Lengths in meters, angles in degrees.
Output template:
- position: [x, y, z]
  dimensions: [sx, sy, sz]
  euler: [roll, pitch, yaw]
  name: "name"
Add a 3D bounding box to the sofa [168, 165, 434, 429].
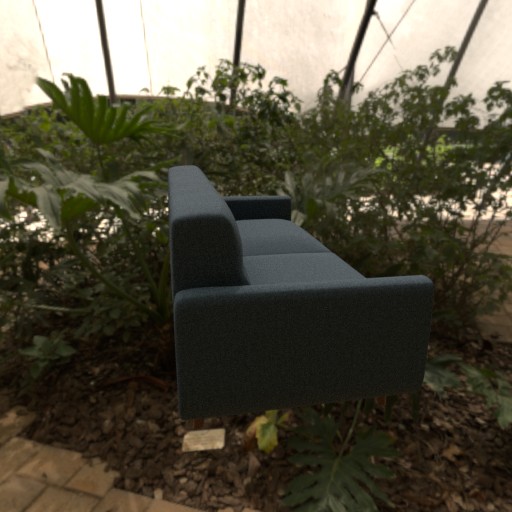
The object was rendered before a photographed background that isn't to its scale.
- position: [0.000, 0.000, 2.501]
  dimensions: [0.942, 0.884, 2.055]
  euler: [-3, 17, -11]
  name: "sofa"
